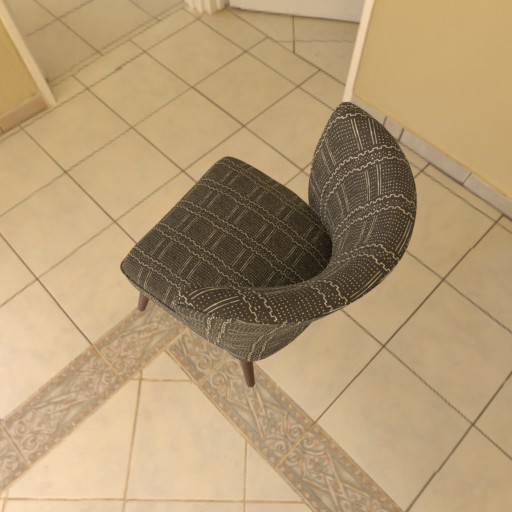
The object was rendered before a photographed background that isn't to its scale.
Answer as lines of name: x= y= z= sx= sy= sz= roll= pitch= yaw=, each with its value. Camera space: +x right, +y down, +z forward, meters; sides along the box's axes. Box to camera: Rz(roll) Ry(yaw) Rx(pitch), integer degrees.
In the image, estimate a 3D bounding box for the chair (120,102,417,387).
chair: x=0.000 y=0.000 z=1.411 sx=0.758 sy=0.866 sz=0.710 roll=33 pitch=67 yaw=15
